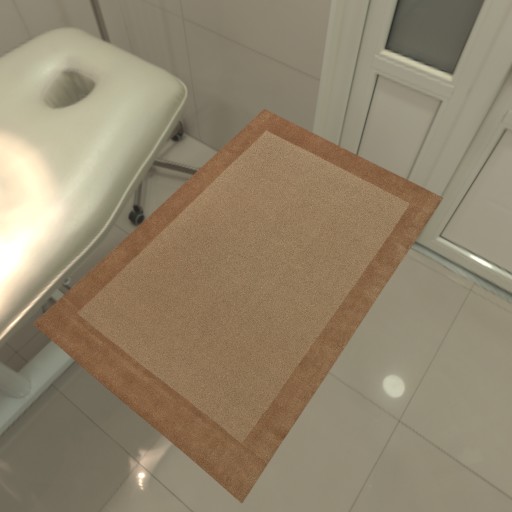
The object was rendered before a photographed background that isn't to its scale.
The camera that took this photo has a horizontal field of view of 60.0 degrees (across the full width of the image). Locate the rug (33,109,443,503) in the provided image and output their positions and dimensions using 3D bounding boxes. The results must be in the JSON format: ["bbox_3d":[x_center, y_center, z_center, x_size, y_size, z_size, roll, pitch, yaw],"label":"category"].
[{"bbox_3d":[0.000,0.000,2.247,1.219,0.014,1.829,32,64,18],"label":"rug"}]
